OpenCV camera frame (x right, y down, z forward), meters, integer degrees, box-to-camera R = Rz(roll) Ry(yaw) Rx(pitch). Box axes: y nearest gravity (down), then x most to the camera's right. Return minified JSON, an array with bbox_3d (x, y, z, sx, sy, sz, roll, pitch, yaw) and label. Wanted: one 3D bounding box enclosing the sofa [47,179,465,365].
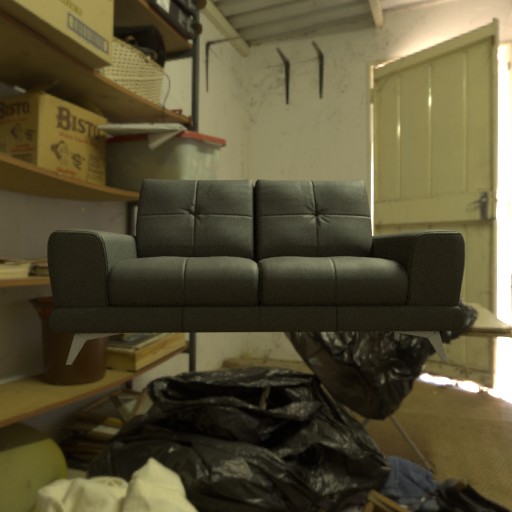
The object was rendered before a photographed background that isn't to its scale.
[{"bbox_3d":[0.000,0.000,2.348,1.806,0.907,1.018,0,1,-2],"label":"sofa"}]
